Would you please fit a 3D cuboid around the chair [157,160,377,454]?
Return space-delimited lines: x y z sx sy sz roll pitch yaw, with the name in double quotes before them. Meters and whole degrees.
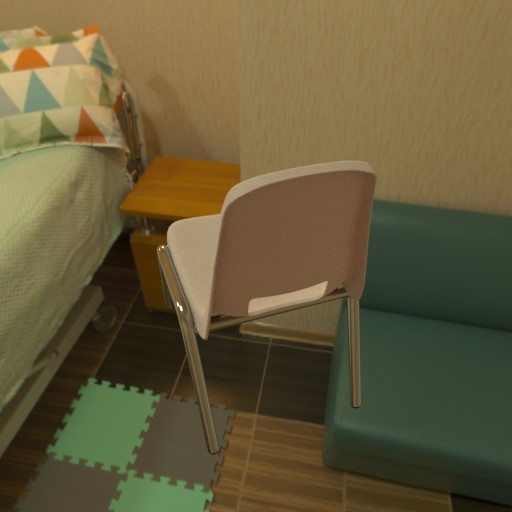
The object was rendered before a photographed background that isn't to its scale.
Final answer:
"chair" 0.000 0.000 0.851 0.354 0.586 0.423 -12 42 -14
